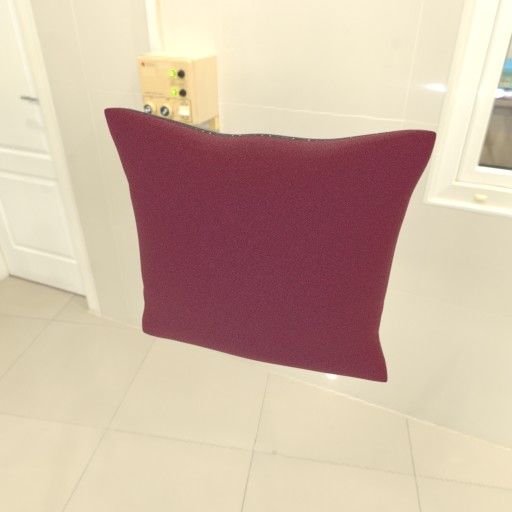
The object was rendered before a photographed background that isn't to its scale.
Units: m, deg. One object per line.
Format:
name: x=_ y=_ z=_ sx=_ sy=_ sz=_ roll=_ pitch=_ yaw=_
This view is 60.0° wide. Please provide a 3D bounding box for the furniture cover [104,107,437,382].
furniture cover: x=0.000 y=0.000 z=0.833 sx=0.552 sy=0.509 sz=0.193 roll=9 pitch=32 yaw=14
